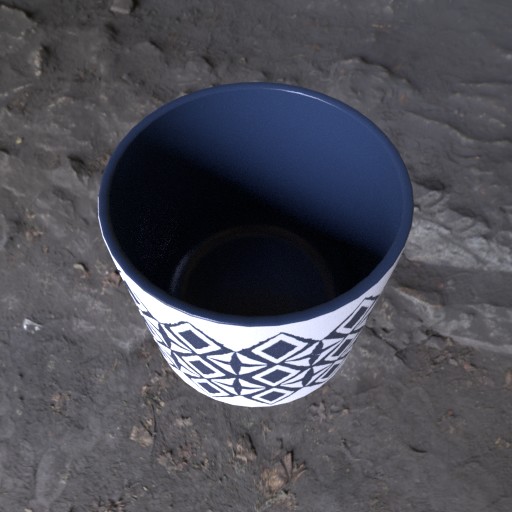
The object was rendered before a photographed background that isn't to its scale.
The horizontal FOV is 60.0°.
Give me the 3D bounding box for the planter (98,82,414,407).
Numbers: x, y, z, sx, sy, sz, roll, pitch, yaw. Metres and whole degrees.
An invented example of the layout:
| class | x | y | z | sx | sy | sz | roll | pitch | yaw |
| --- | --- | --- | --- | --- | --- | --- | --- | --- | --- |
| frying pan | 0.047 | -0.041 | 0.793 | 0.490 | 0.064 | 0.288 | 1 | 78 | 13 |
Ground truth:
| class | x | y | z | sx | sy | sz | roll | pitch | yaw |
| --- | --- | --- | --- | --- | --- | --- | --- | --- | --- |
| planter | 0.000 | 0.000 | 0.326 | 0.182 | 0.165 | 0.182 | 0 | 58 | 0 |
